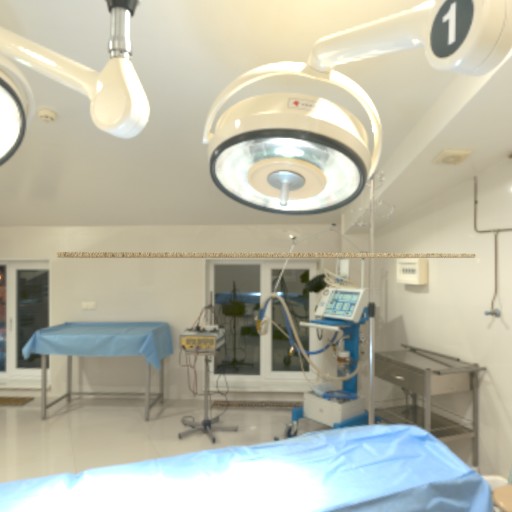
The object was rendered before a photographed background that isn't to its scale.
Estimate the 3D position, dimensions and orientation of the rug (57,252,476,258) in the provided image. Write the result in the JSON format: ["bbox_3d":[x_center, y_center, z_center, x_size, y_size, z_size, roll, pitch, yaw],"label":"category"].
[{"bbox_3d":[0.000,0.000,3.018,2.349,0.025,1.500,0,0,-18],"label":"rug"}]
